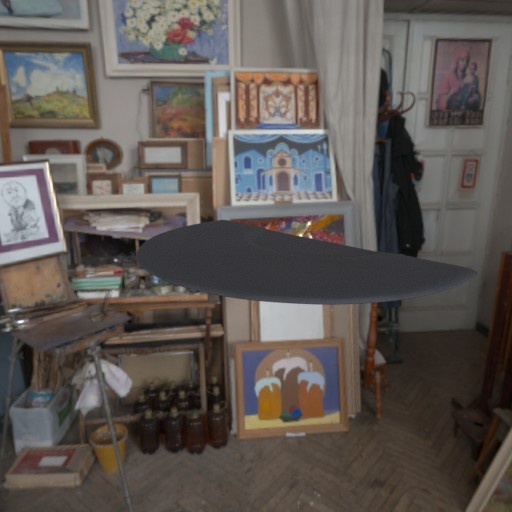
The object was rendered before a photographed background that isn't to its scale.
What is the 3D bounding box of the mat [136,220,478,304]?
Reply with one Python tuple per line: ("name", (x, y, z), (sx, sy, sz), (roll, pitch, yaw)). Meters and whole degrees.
("mat", (0.000, 0.000, 1.903), (0.917, 0.022, 1.525), (-14, 20, -42))
